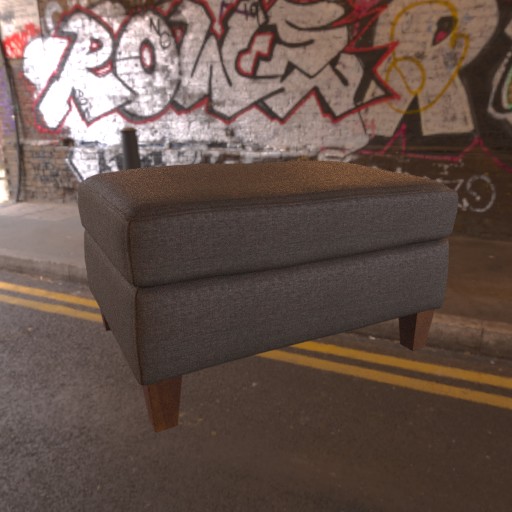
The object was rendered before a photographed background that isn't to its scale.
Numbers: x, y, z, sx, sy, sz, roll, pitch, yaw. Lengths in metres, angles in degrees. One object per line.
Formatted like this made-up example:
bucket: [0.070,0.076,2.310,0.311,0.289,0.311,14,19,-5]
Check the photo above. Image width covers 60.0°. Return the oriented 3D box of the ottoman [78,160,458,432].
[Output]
ottoman: [0.000,0.000,1.207,0.826,0.496,0.639,-8,18,-27]
